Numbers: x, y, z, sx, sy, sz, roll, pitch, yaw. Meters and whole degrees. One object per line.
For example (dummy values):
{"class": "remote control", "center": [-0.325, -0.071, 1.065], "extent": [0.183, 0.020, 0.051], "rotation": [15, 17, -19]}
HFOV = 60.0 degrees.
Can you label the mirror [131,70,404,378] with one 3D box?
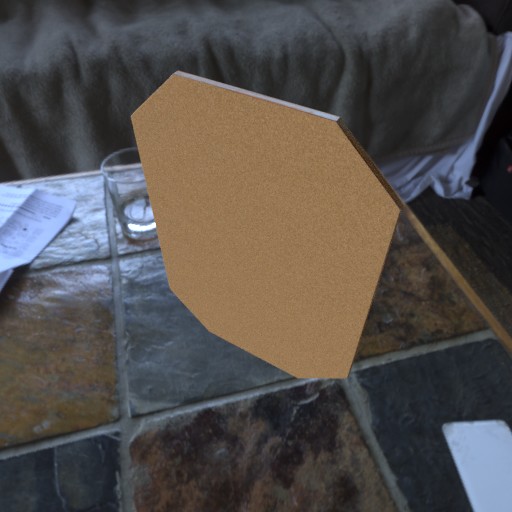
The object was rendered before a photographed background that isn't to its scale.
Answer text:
{"class": "mirror", "center": [0.000, 0.000, 1.291], "extent": [0.709, 1.015, 0.061], "rotation": [24, 52, 20]}
